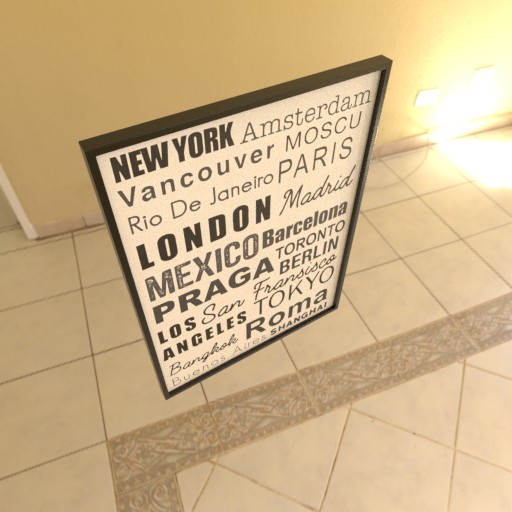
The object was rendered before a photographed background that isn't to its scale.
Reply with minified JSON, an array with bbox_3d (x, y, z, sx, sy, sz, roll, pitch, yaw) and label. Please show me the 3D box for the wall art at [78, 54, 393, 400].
[{"bbox_3d":[0.000,0.000,1.374,0.788,1.046,0.043,-24,51,-21],"label":"wall art"}]
